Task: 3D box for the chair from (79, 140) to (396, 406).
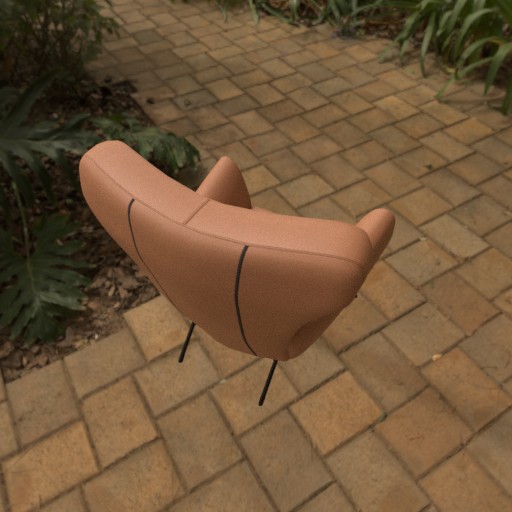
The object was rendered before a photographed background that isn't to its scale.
[{"bbox_3d":[0.000,0.000,1.797,0.980,1.050,0.900,22,50,20],"label":"chair"}]
